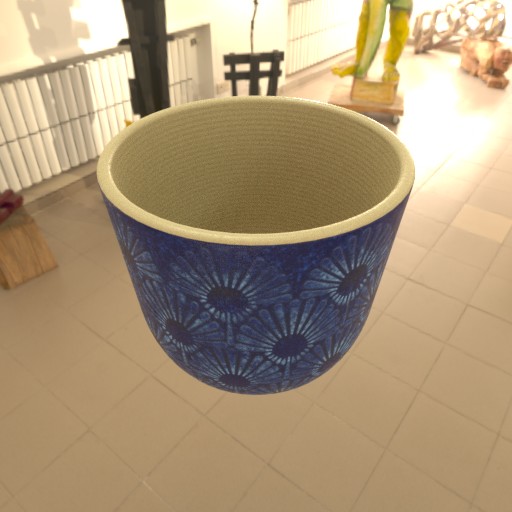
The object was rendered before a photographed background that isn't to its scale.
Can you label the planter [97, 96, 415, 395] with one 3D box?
[{"bbox_3d":[0.000,0.000,0.291,0.170,0.153,0.170,0,39,0],"label":"planter"}]
